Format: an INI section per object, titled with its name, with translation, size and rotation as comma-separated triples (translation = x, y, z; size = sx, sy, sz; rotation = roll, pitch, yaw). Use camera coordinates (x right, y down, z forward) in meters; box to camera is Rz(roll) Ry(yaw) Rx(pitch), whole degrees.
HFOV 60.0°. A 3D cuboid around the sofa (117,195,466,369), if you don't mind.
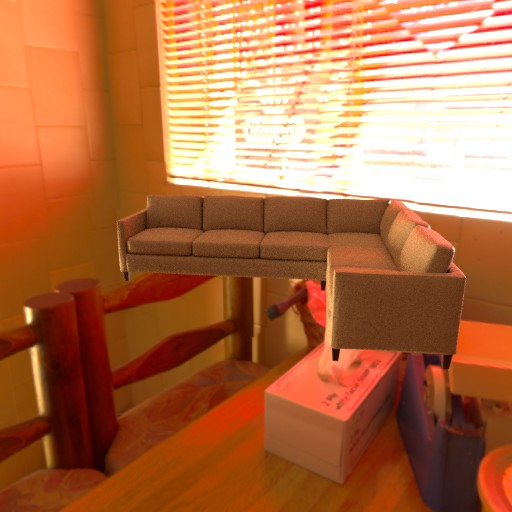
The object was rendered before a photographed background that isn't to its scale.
[sofa]
translation = 0.000, 0.000, 4.514
size = 3.333, 0.934, 2.522
rotation = 2, 16, 8
